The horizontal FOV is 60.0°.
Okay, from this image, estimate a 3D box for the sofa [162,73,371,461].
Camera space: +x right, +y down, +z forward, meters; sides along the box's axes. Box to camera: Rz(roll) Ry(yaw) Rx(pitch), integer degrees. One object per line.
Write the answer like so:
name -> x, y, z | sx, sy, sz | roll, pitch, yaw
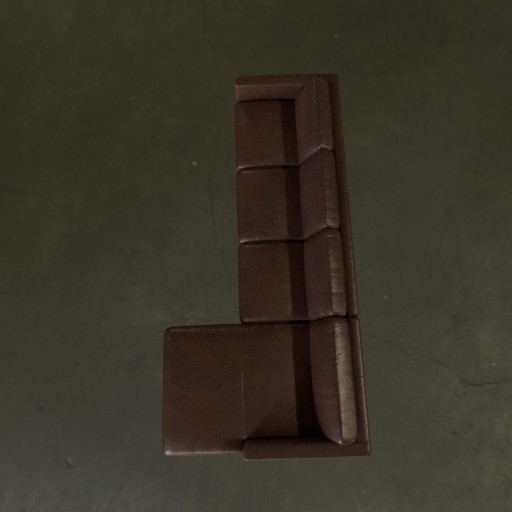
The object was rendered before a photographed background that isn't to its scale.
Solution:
sofa -> 0.000, 0.000, 3.878 | 1.581, 0.883, 3.203 | -2, 76, 0
